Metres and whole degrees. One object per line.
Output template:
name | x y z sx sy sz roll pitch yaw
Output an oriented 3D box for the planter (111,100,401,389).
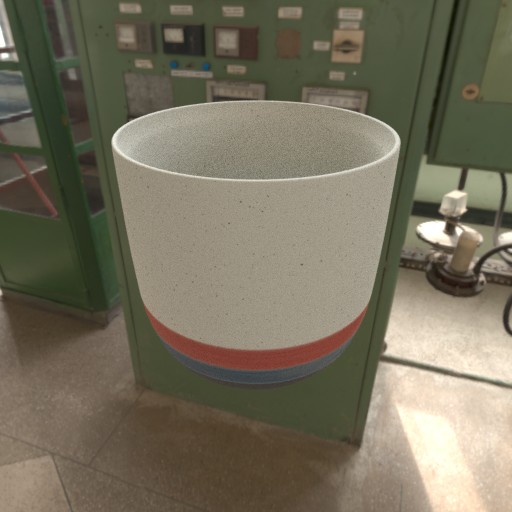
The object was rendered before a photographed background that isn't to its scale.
planter | 0.000 0.000 0.378 0.204 0.214 0.204 0 31 0
